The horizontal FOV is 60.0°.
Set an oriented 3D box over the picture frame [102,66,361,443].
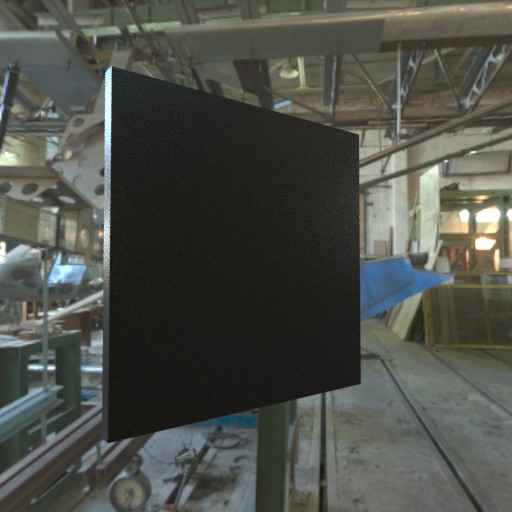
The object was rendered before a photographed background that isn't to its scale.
[{"bbox_3d":[0.000,0.000,0.832,0.559,0.557,0.029,1,-2,-37],"label":"picture frame"}]
